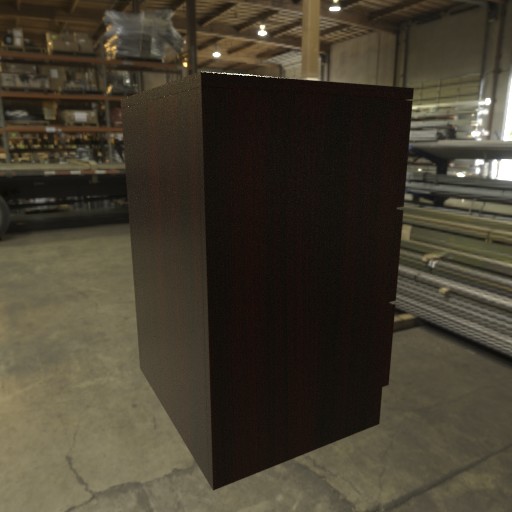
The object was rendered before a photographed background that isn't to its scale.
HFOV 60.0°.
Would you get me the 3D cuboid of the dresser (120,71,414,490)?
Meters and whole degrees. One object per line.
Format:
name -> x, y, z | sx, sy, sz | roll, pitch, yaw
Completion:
dresser -> 0.000, 0.000, 0.816 | 0.360, 0.560, 0.400 | -8, 17, -28
